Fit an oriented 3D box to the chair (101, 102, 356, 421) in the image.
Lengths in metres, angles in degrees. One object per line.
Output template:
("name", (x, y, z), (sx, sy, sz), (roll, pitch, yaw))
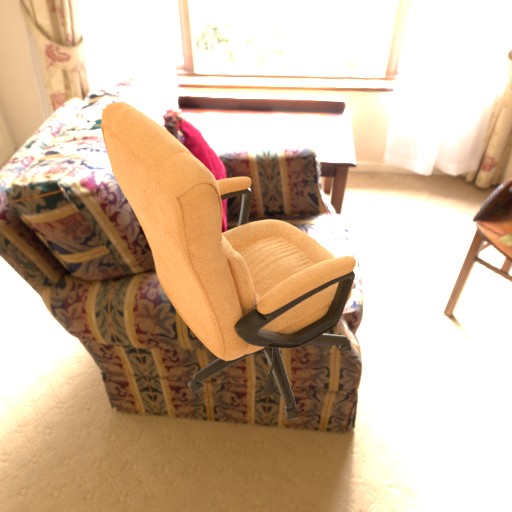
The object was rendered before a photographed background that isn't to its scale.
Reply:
("chair", (0.000, 0.000, 1.524), (0.724, 1.105, 0.667), (-24, 46, -26))
